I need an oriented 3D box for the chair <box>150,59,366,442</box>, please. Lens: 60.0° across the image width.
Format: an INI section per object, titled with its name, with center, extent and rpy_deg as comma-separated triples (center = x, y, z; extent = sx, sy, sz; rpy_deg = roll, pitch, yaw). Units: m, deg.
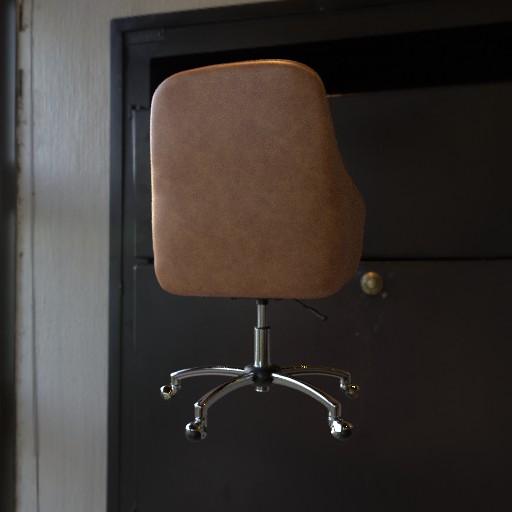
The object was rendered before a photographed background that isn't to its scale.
[chair]
center = 0.000, 0.000, 1.327
extent = 0.628, 0.909, 0.615
rpy_deg = 0, -1, 16
